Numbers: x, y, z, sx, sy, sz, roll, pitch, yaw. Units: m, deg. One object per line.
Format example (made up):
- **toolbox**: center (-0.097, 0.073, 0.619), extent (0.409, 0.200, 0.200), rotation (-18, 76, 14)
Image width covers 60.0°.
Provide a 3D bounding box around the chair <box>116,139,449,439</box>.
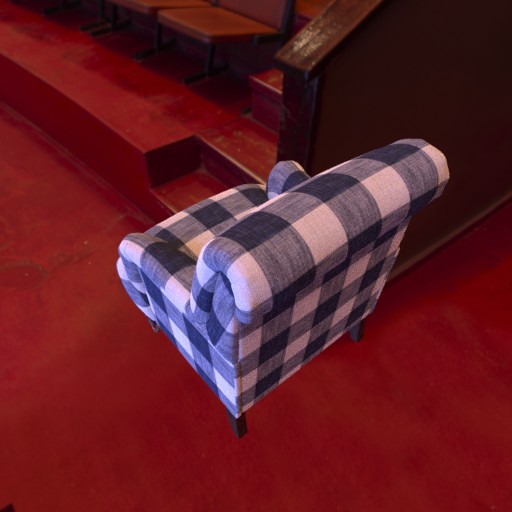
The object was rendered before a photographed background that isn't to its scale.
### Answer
- **chair**: center (0.000, 0.000, 1.584), extent (0.781, 0.953, 0.848), rotation (-31, 52, -27)
